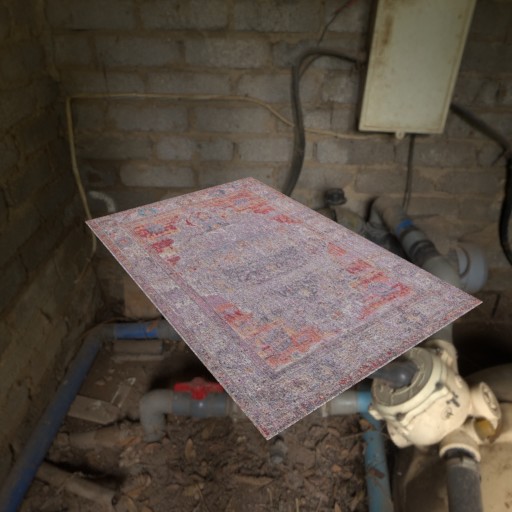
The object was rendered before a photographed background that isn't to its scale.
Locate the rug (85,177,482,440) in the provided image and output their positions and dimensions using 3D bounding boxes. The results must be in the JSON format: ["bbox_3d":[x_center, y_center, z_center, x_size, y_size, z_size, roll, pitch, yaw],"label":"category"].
[{"bbox_3d":[0.000,0.000,2.337,1.219,0.005,1.829,-21,38,-30],"label":"rug"}]
